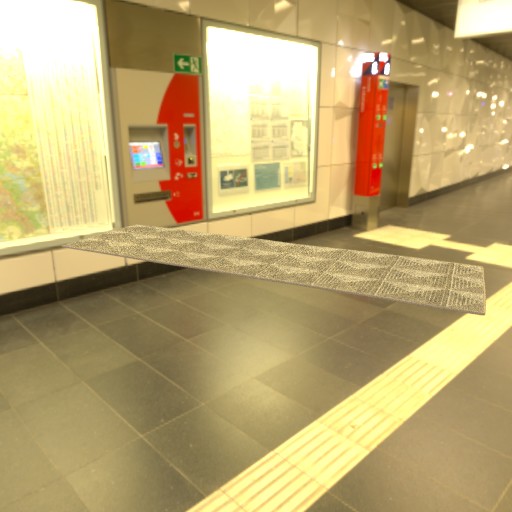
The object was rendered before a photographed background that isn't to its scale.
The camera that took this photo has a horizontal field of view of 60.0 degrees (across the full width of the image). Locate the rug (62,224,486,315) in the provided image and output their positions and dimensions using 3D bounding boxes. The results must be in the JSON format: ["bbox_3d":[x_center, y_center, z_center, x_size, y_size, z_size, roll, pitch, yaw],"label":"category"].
[{"bbox_3d":[0.000,0.000,2.349,2.182,0.015,0.645,8,18,25],"label":"rug"}]
